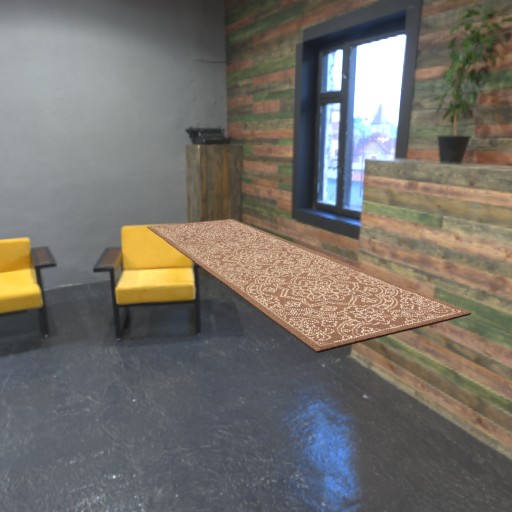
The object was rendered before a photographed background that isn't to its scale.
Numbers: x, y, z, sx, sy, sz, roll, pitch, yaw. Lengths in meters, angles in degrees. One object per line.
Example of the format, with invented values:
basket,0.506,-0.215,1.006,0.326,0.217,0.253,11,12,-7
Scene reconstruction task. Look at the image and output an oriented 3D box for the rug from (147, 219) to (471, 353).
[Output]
rug,0.000,0.000,2.714,0.769,0.012,2.448,-7,17,-26
